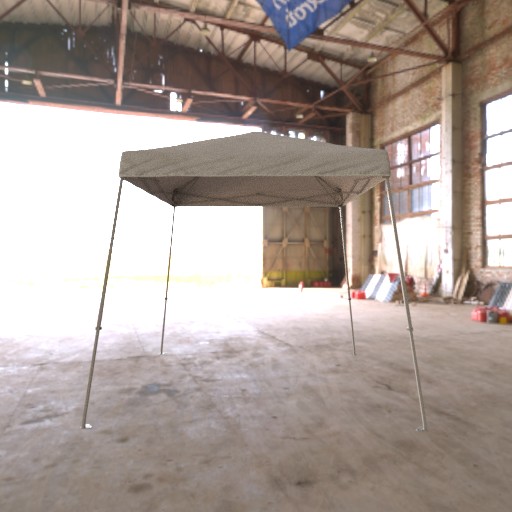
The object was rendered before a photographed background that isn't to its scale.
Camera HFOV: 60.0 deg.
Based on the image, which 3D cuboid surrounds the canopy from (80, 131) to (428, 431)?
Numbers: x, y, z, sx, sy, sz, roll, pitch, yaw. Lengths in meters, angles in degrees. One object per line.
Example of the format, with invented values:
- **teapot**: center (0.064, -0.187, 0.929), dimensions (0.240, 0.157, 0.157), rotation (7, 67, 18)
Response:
- **canopy**: center (0.000, 0.000, 5.050), dimensions (2.849, 2.849, 2.848), rotation (0, 0, 1)
